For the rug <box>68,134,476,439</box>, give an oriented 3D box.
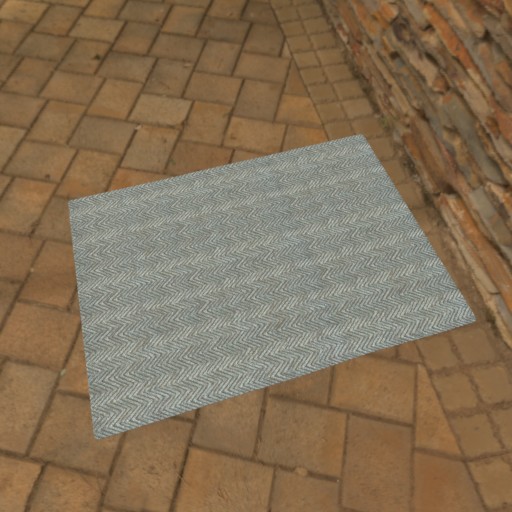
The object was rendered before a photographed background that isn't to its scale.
[{"bbox_3d":[0.000,0.000,5.049,3.957,0.011,2.894,-15,60,-9],"label":"rug"}]
